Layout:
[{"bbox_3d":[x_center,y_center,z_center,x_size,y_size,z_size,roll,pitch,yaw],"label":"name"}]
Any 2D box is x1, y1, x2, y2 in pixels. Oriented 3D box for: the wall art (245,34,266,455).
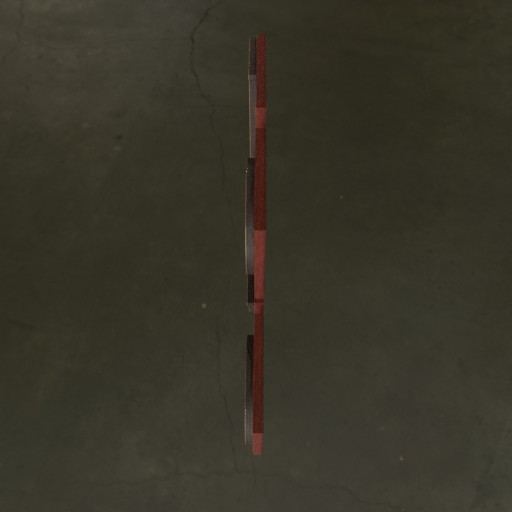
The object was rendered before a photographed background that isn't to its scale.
[{"bbox_3d":[0.000,0.000,0.841,0.030,0.497,0.635,1,58,0],"label":"wall art"}]
